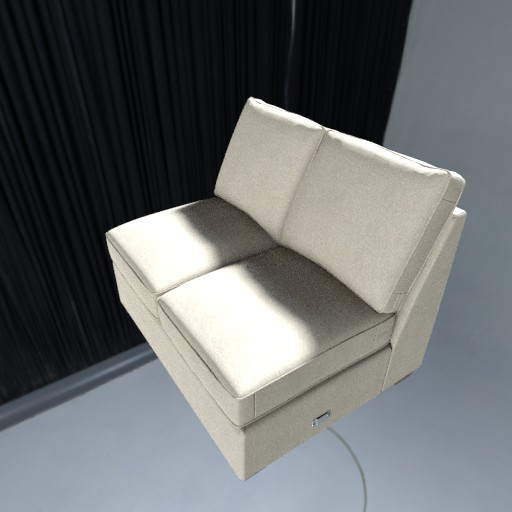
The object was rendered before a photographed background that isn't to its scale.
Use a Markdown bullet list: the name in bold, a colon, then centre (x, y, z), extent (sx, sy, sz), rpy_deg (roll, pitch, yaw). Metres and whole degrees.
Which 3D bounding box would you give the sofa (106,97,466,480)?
- **sofa**: centre (0.000, 0.000, 1.929), extent (0.978, 1.006, 1.232), rpy_deg (-20, 39, -28)
